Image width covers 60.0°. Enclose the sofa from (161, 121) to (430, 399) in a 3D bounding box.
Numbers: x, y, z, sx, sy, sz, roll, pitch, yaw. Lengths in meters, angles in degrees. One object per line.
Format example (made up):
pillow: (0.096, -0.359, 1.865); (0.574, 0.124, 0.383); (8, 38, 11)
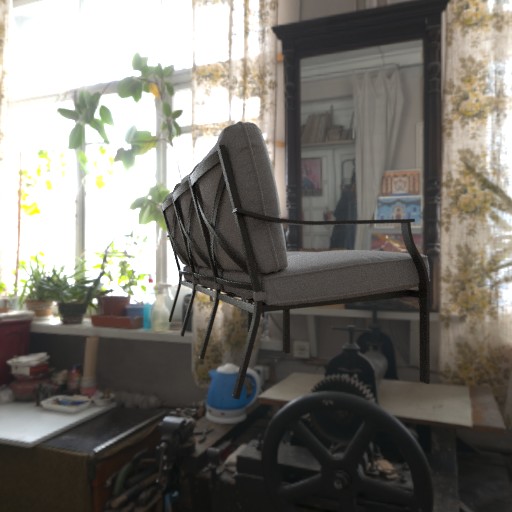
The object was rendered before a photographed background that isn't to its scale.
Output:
sofa: (0.000, 0.000, 2.215); (0.787, 0.860, 1.740); (0, 0, -18)
